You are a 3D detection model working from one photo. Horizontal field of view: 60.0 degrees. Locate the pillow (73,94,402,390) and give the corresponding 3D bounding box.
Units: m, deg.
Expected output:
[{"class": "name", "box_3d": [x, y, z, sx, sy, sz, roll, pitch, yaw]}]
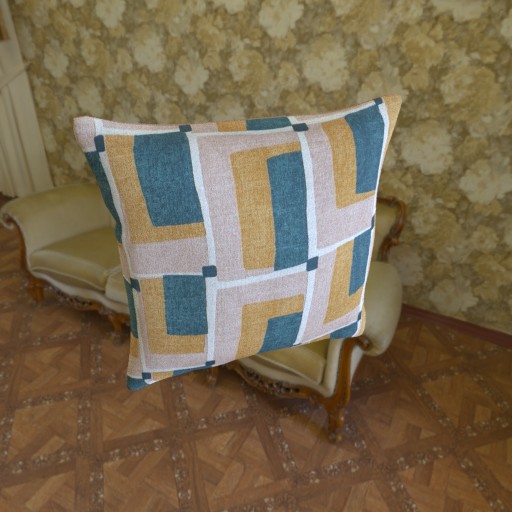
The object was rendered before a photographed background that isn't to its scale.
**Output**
[{"class": "pillow", "box_3d": [0.000, 0.000, 0.728, 0.478, 0.479, 0.158, -10, 32, -16]}]
